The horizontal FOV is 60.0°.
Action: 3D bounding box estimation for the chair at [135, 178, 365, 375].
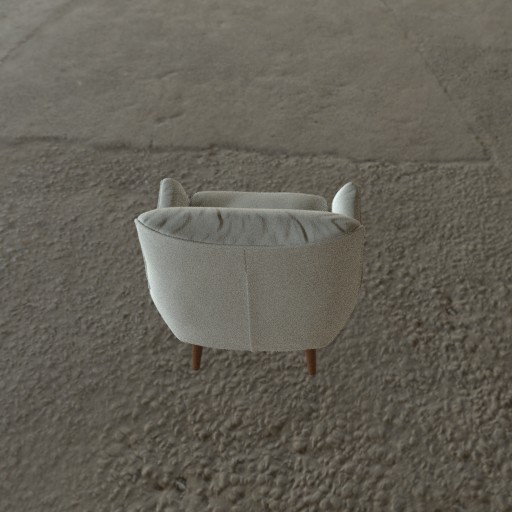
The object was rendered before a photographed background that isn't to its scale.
[{"bbox_3d":[0.000,0.000,1.507,0.787,0.888,0.822,2,44,2],"label":"chair"}]
